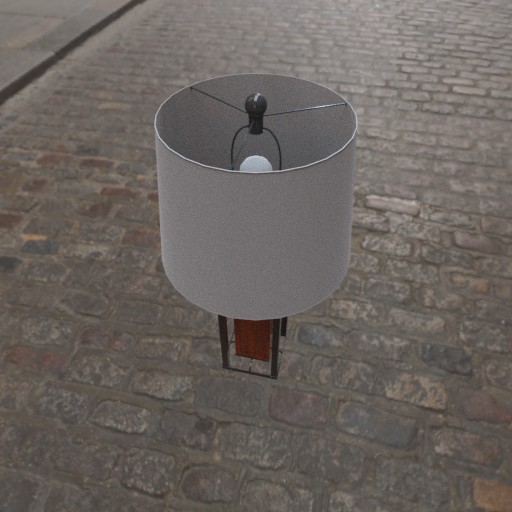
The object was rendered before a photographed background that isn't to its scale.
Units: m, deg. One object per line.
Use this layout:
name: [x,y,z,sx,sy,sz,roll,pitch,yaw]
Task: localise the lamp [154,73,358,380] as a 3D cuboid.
lamp: [0.000,0.000,0.779,0.320,0.591,0.320,0,45,0]
